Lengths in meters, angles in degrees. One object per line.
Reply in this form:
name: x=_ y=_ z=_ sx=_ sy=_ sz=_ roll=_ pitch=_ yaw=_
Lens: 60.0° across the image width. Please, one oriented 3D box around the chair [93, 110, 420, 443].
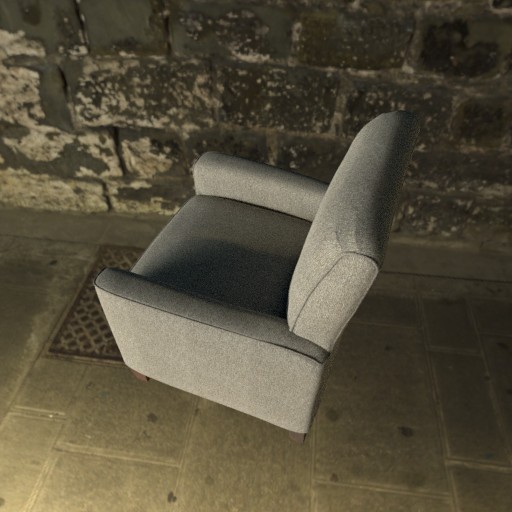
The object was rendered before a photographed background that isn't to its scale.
chair: x=0.000 y=0.000 z=1.606 sx=0.858 sy=1.028 sz=0.841 roll=16 pitch=48 yaw=15
